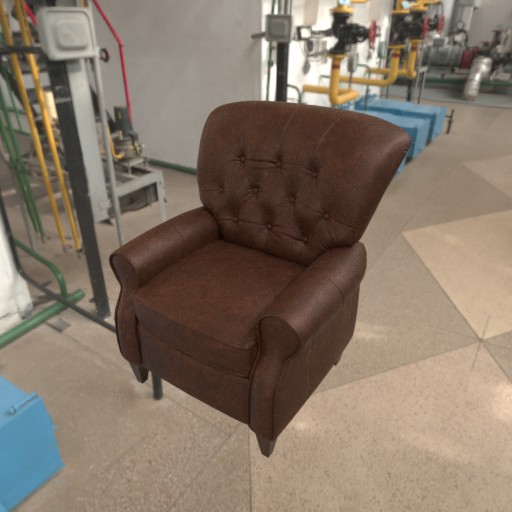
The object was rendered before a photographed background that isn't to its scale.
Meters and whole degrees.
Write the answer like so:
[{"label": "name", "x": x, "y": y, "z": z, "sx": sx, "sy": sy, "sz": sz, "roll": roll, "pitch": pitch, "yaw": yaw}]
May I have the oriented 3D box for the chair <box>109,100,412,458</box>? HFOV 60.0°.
[{"label": "chair", "x": 0.000, "y": 0.000, "z": 1.952, "sx": 0.979, "sy": 1.162, "sz": 1.031, "roll": 18, "pitch": 34, "yaw": 29}]
